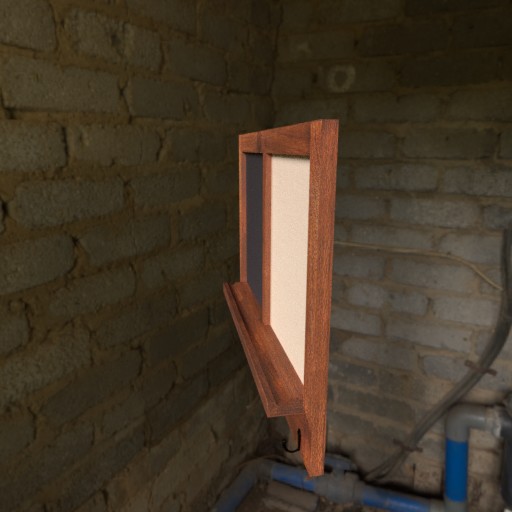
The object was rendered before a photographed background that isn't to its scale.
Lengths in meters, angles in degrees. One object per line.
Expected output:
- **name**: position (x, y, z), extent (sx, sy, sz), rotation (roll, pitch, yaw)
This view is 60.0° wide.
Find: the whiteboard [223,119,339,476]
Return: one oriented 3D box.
- **whiteboard**: position (0.000, 0.000, 1.013), extent (0.083, 0.553, 0.768), rotation (-2, 14, -10)
